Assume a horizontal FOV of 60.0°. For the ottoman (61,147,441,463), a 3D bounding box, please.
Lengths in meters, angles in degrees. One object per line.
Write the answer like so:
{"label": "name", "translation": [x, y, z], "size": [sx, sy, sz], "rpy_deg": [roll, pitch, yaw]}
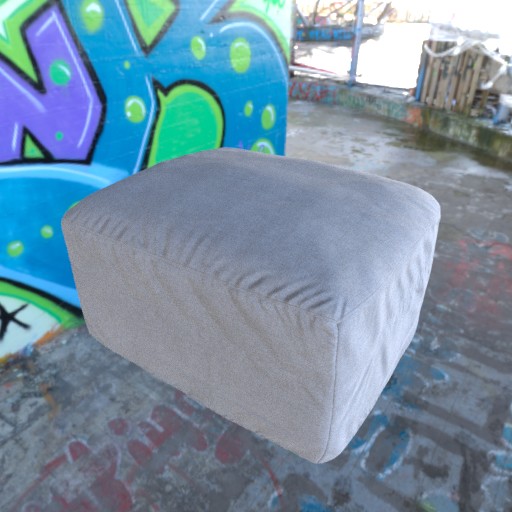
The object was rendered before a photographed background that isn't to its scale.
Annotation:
{"label": "ottoman", "translation": [0.000, 0.000, 1.235], "size": [0.837, 0.481, 0.683], "rpy_deg": [20, 36, 29]}
